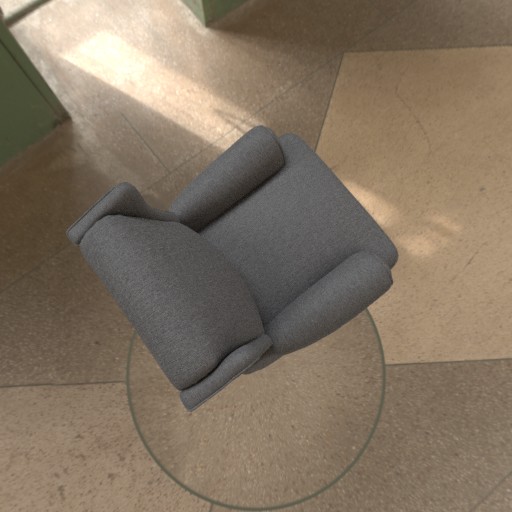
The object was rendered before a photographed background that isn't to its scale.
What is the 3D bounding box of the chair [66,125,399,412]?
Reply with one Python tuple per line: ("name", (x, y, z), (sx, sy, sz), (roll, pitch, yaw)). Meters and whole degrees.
("chair", (0.000, 0.000, 1.765), (0.969, 1.011, 0.847), (-37, 79, -9))
